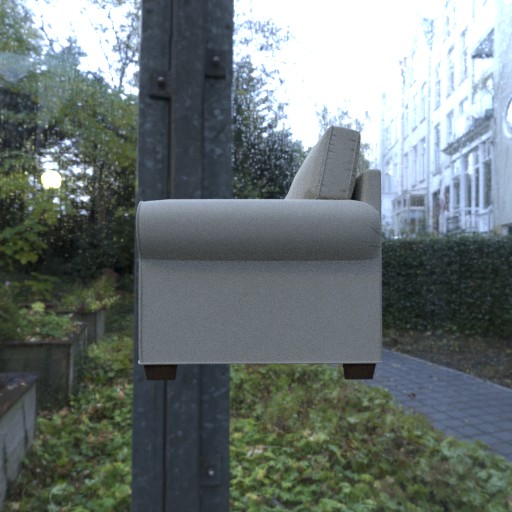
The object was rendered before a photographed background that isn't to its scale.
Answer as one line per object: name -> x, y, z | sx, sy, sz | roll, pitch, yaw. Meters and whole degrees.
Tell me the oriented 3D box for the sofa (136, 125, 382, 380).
sofa -> 0.000, 0.000, 2.609 | 0.901, 0.962, 2.146 | 0, -2, -1
